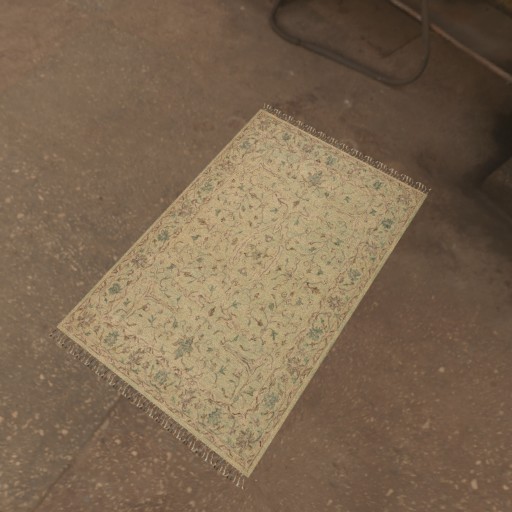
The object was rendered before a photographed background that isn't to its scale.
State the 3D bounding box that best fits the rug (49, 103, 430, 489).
[{"bbox_3d":[0.000,0.000,3.065,1.544,0.010,2.435,32,67,15],"label":"rug"}]
